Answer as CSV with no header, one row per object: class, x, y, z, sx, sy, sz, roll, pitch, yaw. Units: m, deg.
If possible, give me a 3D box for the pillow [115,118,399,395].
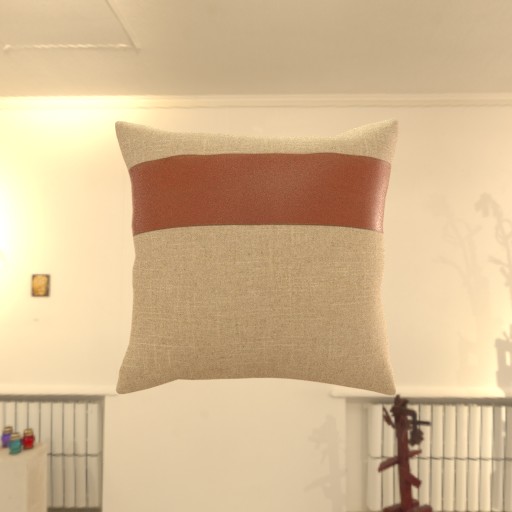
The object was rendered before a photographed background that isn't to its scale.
pillow,0.000,0.000,0.644,0.414,0.399,0.173,0,-1,1
